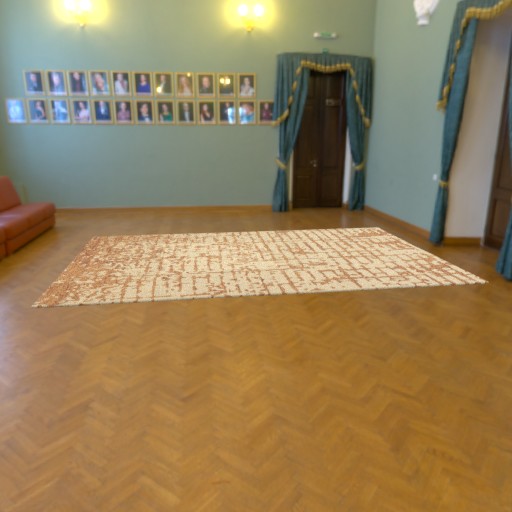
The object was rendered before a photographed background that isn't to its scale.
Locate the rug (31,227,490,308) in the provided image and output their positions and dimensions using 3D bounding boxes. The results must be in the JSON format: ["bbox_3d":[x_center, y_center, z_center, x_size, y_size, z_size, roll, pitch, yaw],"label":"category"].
[{"bbox_3d":[0.000,0.000,3.043,2.435,0.011,1.517,-2,16,-8],"label":"rug"}]
